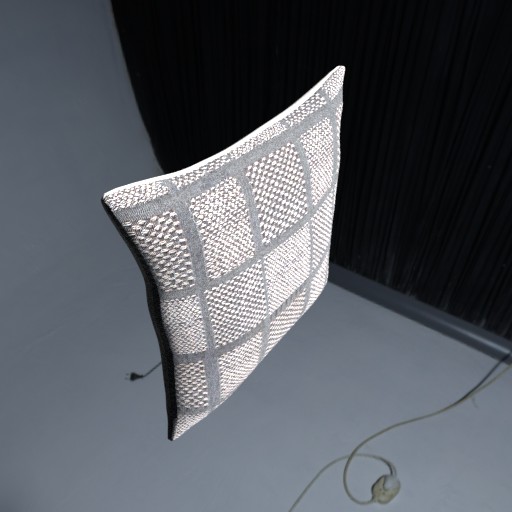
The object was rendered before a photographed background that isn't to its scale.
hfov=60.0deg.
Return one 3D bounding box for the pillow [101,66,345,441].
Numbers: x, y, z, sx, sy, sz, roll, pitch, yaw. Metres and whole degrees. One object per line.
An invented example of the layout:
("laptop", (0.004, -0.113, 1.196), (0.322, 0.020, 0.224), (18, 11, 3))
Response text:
("pillow", (0.000, 0.000, 0.652), (0.138, 0.432, 0.435), (26, 48, 27))
